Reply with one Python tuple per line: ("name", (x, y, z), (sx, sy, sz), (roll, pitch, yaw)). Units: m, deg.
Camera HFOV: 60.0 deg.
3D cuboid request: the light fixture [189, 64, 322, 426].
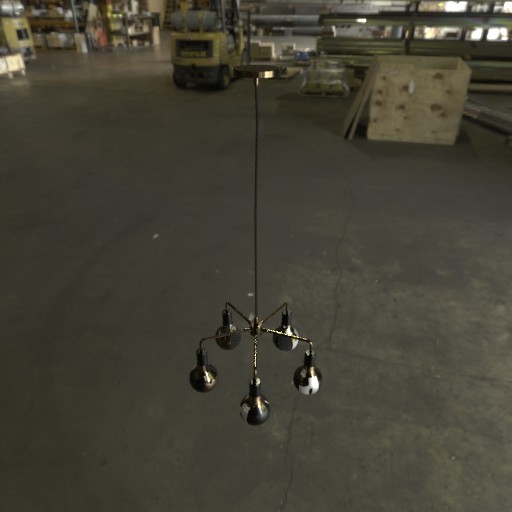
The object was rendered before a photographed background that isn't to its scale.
("light fixture", (0.000, 0.000, 1.259), (0.438, 0.988, 0.421), (1, 31, 1))
